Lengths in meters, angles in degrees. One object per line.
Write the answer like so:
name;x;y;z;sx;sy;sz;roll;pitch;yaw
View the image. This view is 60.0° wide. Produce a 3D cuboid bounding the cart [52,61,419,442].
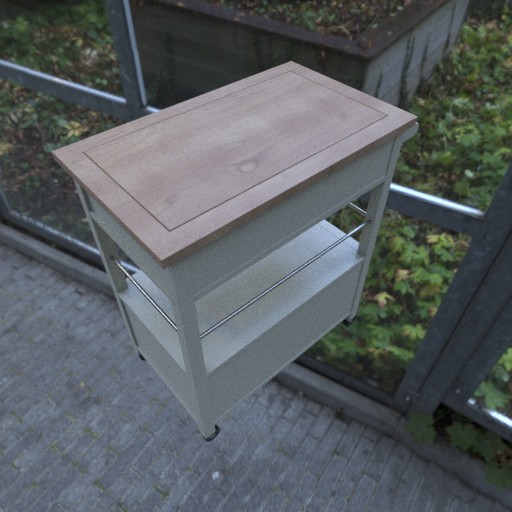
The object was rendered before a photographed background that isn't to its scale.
cart;0.000;0.000;1.405;0.840;0.901;0.459;-32;54;-27
